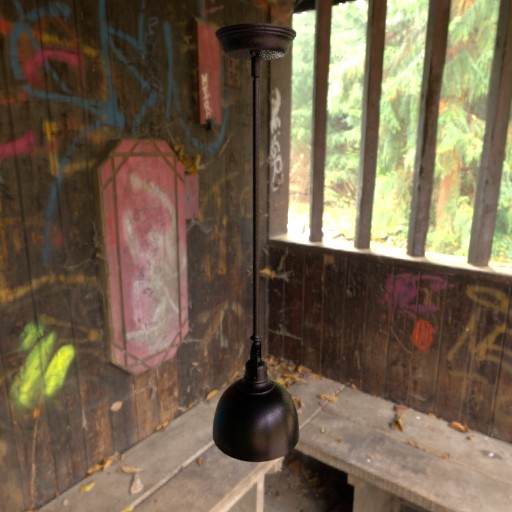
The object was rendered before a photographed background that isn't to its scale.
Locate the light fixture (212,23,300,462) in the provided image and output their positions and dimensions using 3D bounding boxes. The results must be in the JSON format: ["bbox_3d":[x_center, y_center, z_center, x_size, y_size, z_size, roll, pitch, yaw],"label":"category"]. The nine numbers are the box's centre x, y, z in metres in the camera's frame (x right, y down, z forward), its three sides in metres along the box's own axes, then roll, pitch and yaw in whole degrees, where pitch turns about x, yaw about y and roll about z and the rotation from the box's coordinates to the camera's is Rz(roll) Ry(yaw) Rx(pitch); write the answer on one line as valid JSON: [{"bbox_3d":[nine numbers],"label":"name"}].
[{"bbox_3d":[0.000,0.000,0.837,0.182,0.768,0.182,2,14,8],"label":"light fixture"}]
